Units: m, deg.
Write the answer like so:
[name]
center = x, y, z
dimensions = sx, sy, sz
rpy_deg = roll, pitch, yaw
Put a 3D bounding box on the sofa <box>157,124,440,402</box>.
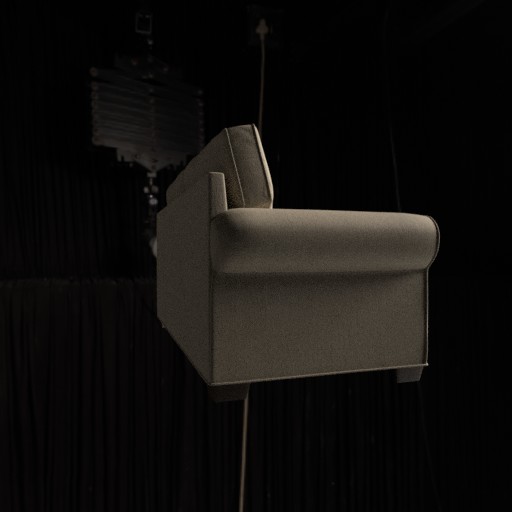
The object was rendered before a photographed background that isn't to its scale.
[sofa]
center = 0.000, 0.000, 2.312
dimensions = 0.861, 0.933, 1.774
rpy_deg = 0, 1, -18
